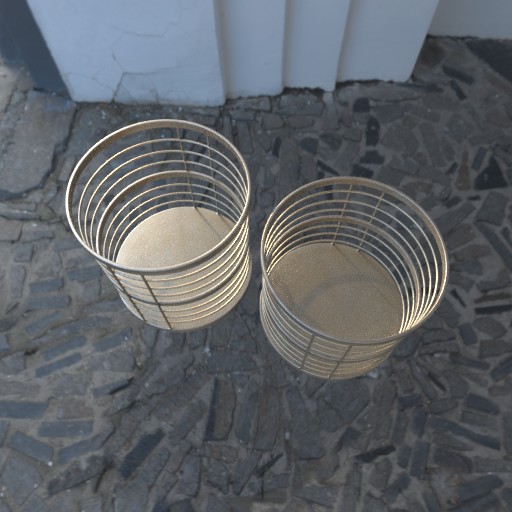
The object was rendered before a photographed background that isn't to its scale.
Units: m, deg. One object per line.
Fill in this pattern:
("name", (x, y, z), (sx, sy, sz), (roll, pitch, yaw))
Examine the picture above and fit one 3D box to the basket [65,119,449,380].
("basket", (0.000, 0.000, 0.983), (0.746, 0.351, 0.356), (15, 64, 8))
